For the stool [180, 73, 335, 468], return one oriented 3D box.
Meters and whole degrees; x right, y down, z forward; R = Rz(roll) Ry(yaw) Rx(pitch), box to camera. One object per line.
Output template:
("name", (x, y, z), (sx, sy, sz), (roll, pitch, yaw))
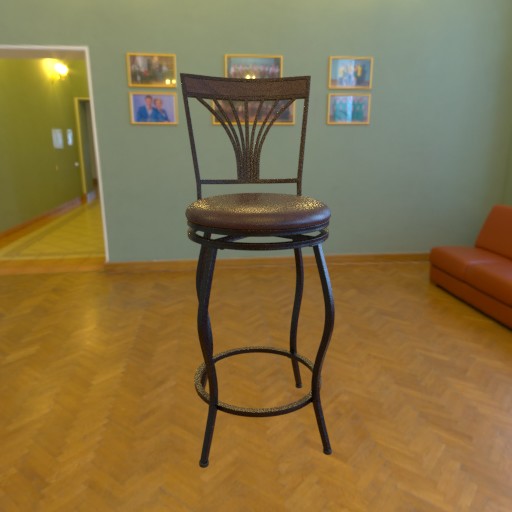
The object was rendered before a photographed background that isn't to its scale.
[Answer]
("stool", (0.000, 0.000, 1.387), (0.433, 1.117, 0.514), (-2, 15, -8))
